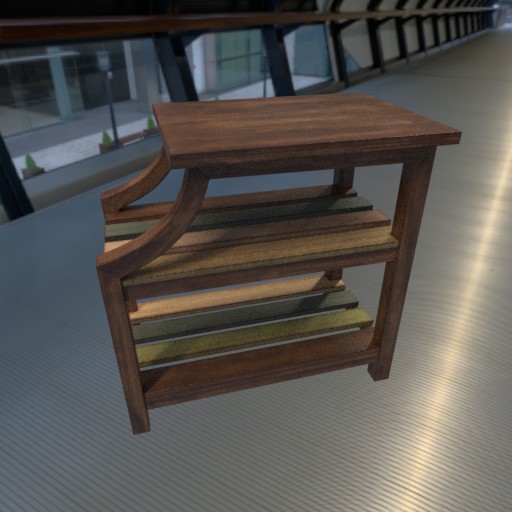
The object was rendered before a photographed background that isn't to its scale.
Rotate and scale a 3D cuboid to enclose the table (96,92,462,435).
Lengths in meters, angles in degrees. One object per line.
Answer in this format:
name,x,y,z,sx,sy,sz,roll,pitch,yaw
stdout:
table,0.000,0.000,0.957,0.609,0.584,0.356,-8,31,-13
